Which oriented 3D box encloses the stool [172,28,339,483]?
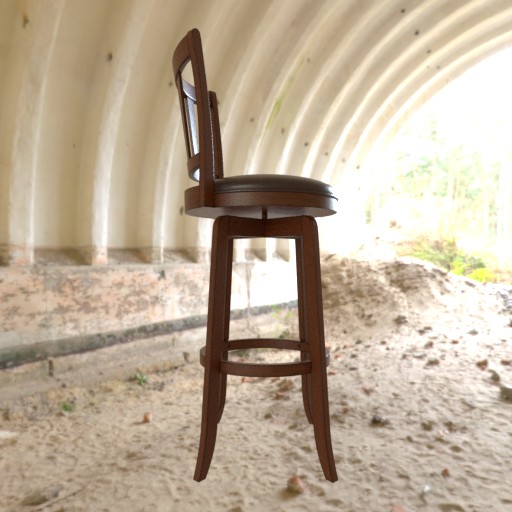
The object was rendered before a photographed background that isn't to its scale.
[{"bbox_3d":[0.000,0.000,1.365,0.503,1.177,0.464,0,0,0],"label":"stool"}]
